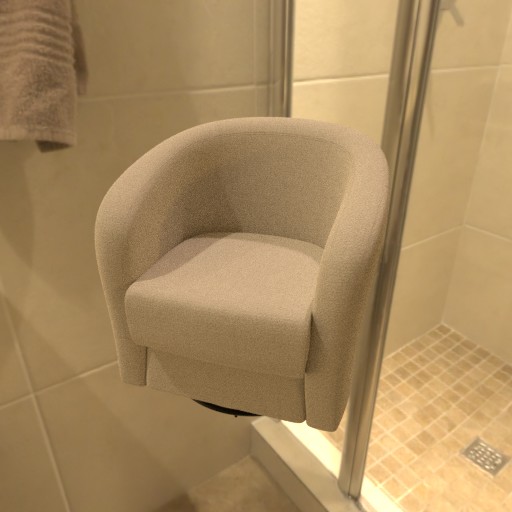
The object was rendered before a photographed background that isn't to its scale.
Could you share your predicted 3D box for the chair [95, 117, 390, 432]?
[{"bbox_3d":[0.000,0.000,1.465,0.791,0.771,0.815,8,28,15],"label":"chair"}]
